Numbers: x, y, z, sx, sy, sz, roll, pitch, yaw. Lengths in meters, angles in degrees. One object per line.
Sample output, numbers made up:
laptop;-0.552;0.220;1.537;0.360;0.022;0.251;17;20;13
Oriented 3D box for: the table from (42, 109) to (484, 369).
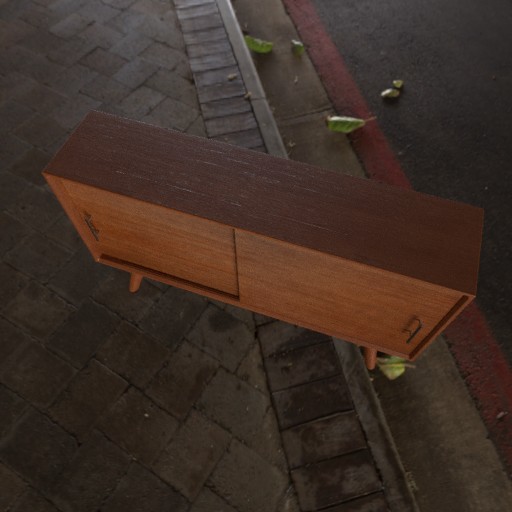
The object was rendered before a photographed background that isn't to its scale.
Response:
table;0.000;0.000;1.540;1.220;0.698;0.308;16;60;10
